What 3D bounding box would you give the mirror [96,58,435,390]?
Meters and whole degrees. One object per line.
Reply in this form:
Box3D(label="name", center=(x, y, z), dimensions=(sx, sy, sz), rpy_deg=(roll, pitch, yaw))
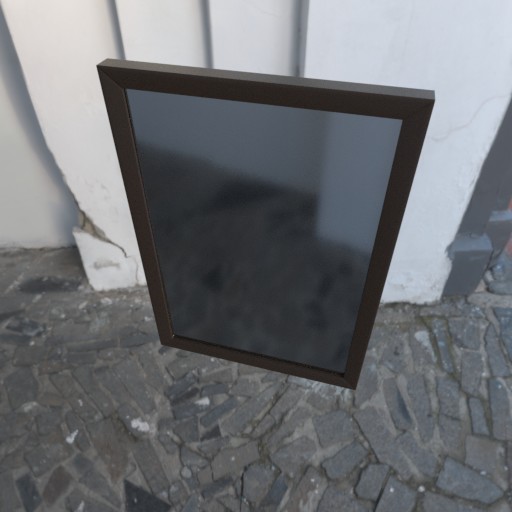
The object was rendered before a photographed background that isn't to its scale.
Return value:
Box3D(label="mirror", center=(0.000, 0.000, 0.891), dimensions=(0.507, 0.710, 0.040), rpy_deg=(10, 43, 11))
